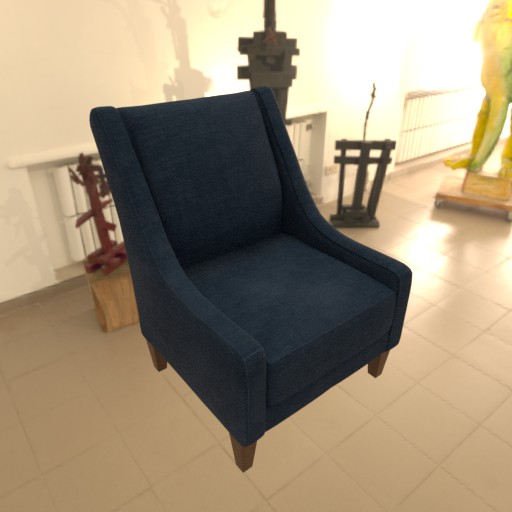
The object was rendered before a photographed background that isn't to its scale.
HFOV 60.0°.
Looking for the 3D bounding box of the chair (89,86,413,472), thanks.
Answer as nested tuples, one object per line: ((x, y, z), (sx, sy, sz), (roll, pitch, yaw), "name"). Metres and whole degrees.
((0.000, 0.000, 1.611), (0.774, 1.014, 0.870), (-21, 36, -33), "chair")
